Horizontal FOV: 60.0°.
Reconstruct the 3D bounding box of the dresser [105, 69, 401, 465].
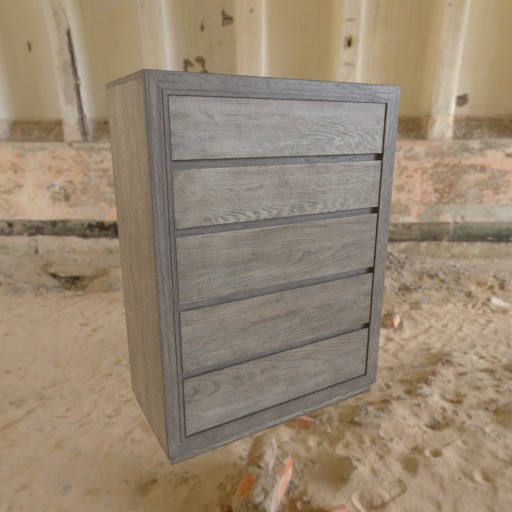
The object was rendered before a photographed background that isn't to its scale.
[{"bbox_3d":[0.000,0.000,1.792,0.967,1.295,0.483,-9,18,-28],"label":"dresser"}]
